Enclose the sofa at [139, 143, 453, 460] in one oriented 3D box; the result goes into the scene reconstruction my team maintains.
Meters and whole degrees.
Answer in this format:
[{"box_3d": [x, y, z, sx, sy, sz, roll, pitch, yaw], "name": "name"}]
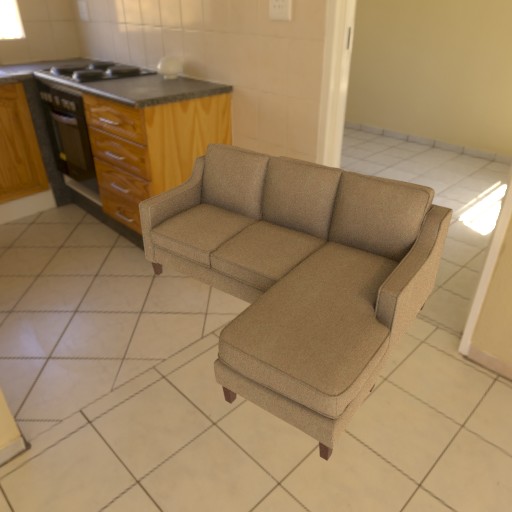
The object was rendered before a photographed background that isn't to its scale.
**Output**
[{"box_3d": [0.000, 0.000, 3.348, 2.317, 1.081, 1.858, 20, 36, 30], "name": "sofa"}]
